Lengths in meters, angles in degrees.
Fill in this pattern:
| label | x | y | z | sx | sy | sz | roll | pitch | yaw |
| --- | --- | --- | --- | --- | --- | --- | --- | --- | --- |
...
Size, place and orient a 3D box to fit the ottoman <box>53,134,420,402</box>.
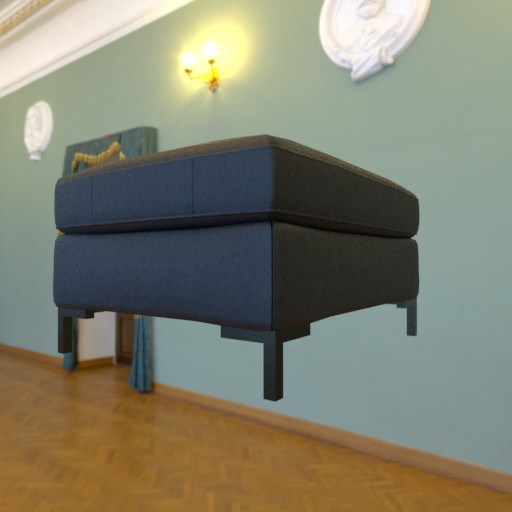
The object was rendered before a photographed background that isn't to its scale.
| label | x | y | z | sx | sy | sz | roll | pitch | yaw |
| --- | --- | --- | --- | --- | --- | --- | --- | --- | --- |
| ottoman | 0.000 | 0.000 | 1.776 | 0.967 | 0.696 | 1.187 | 0 | -1 | 36 |
